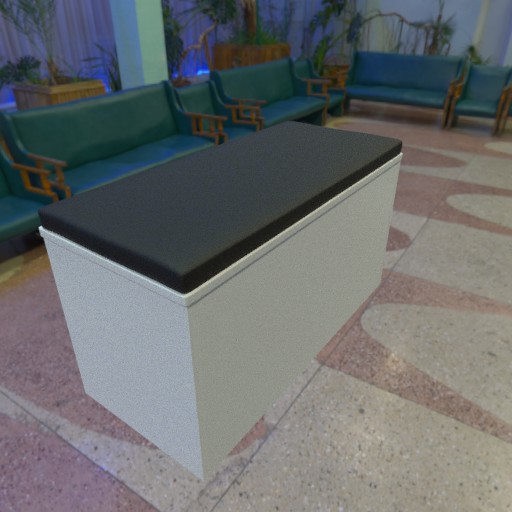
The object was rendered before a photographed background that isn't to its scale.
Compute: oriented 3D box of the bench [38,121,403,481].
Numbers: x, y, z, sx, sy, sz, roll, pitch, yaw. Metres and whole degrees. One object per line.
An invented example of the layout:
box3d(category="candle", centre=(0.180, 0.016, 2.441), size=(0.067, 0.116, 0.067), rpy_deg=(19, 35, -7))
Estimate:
box3d(category="bench", centre=(0.000, 0.000, 1.180), size=(0.401, 0.500, 0.899), rpy_deg=(20, 36, 31))
